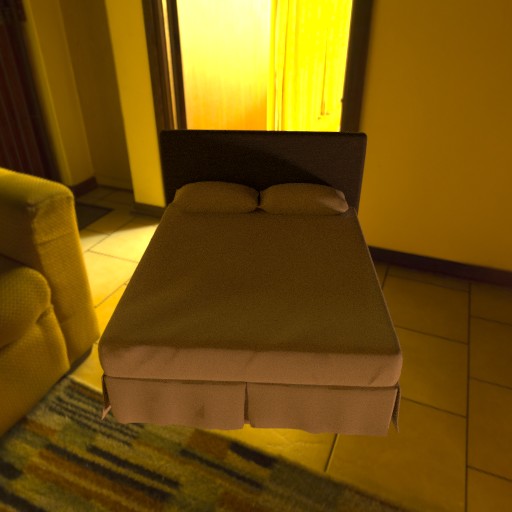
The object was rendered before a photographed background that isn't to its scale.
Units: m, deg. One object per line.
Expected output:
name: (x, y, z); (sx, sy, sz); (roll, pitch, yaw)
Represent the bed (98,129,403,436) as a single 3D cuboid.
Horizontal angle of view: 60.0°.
bed: (0.000, 0.000, 3.340); (1.884, 1.330, 2.142); (1, 31, 2)
